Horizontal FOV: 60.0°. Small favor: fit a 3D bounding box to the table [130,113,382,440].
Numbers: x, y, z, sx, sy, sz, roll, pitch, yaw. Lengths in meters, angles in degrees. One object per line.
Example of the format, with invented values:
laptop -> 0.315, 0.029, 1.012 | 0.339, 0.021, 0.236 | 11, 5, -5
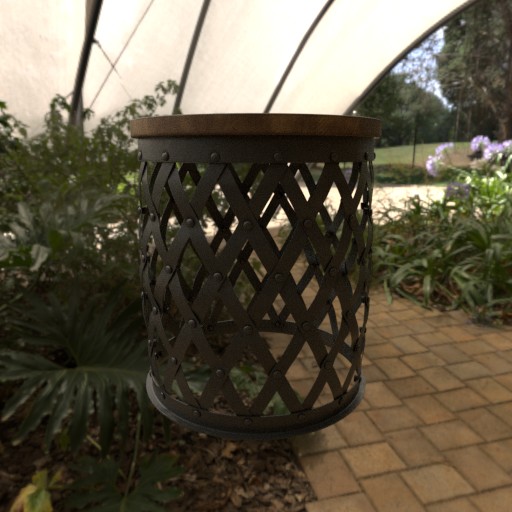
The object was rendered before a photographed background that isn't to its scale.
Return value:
table -> 0.000, 0.000, 0.788 | 0.405, 0.454, 0.405 | 0, 13, 0
